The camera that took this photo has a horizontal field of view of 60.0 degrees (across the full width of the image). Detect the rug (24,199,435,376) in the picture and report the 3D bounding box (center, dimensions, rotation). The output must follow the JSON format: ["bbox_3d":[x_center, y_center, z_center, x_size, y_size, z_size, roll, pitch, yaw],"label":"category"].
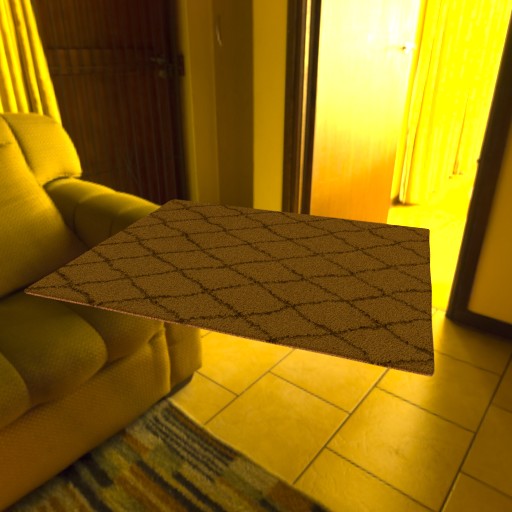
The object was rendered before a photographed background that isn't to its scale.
[{"bbox_3d":[0.000,0.000,4.081,3.047,0.029,2.438,8,27,17],"label":"rug"}]
